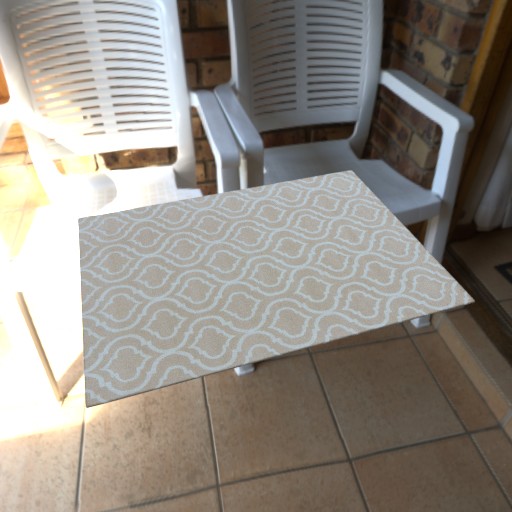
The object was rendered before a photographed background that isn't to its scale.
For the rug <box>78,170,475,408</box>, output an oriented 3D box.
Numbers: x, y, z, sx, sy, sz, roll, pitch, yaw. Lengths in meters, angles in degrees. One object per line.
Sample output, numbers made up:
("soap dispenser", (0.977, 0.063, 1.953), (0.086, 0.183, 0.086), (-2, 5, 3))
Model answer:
("rug", (0.000, 0.000, 2.817), (2.134, 0.010, 1.524), (-12, 43, -13))
